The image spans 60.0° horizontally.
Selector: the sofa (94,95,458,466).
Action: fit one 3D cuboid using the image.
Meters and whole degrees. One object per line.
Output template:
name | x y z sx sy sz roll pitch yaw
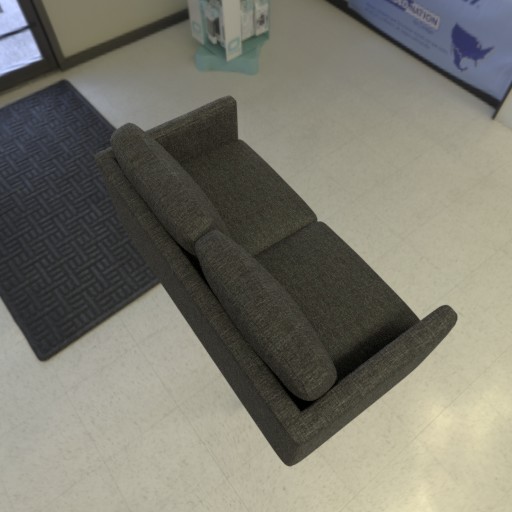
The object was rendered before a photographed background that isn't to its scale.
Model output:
sofa | 0.000 0.000 2.440 0.950 0.963 1.884 -31 63 -18
